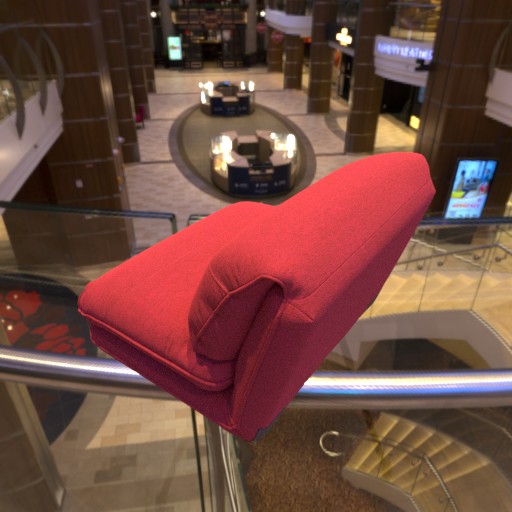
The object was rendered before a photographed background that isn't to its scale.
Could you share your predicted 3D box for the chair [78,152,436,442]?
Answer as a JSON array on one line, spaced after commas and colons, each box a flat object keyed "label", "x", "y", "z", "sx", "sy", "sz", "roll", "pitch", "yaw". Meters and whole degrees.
[{"label": "chair", "x": 0.000, "y": 0.000, "z": 1.343, "sx": 0.780, "sy": 0.580, "sz": 0.820, "roll": 21, "pitch": 37, "yaw": 30}]
